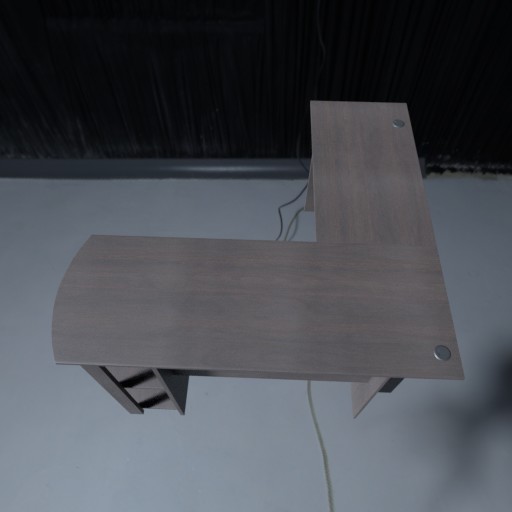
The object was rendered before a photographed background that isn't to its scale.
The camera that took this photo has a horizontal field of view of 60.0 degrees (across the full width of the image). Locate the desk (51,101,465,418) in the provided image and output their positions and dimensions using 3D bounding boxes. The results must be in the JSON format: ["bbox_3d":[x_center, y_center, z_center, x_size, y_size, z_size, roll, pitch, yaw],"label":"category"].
[{"bbox_3d":[0.000,0.000,2.049,1.361,0.716,1.303,2,58,1],"label":"desk"}]
